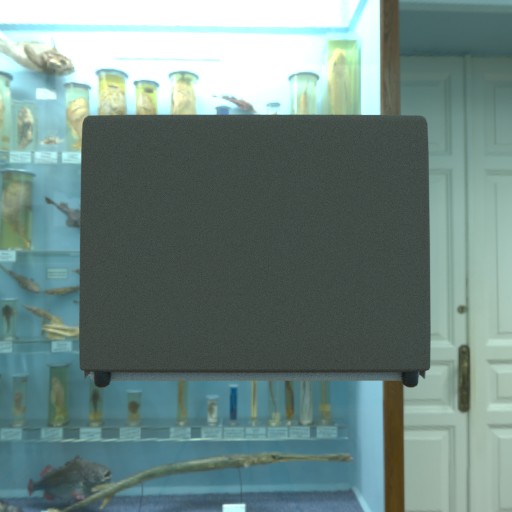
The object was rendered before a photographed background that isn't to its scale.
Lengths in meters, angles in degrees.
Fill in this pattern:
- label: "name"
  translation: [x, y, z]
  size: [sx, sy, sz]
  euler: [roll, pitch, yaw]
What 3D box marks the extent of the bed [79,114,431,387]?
- label: "bed"
  translation: [0.000, 0.000, 3.170]
  size: [1.748, 1.330, 2.142]
  euler: [0, -2, 0]
